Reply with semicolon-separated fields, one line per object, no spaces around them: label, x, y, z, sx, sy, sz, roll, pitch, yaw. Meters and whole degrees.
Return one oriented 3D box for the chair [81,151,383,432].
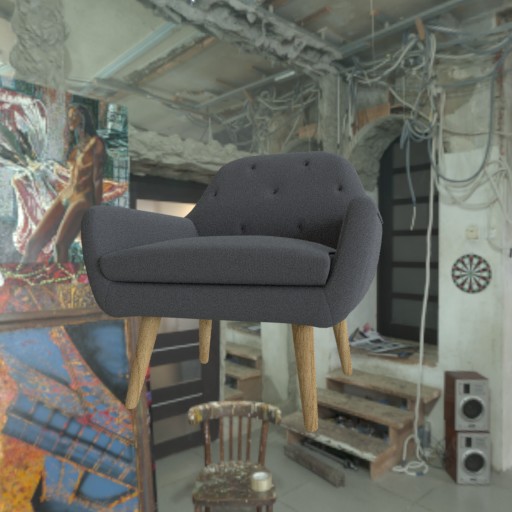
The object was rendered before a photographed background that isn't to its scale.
chair;0.000;0.000;1.397;0.770;0.800;0.779;0;0;18
